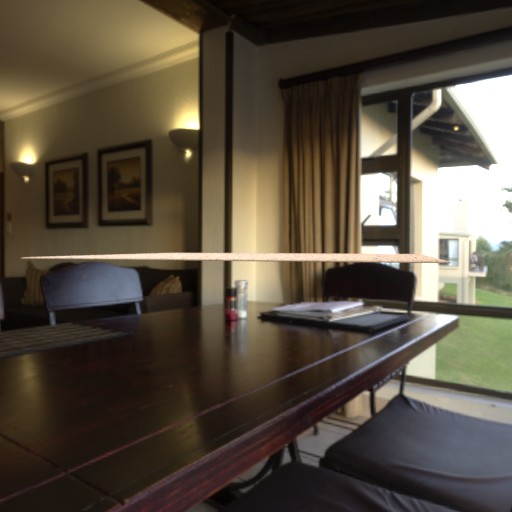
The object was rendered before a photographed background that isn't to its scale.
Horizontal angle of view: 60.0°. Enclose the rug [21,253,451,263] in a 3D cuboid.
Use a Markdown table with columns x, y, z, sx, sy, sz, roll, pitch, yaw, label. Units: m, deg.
| x | y | z | sx | sy | sz | roll | pitch | yaw | label |
| --- | --- | --- | --- | --- | --- | --- | --- | --- | --- |
| 0.000 | 0.000 | 4.021 | 2.980 | 0.012 | 2.363 | 0 | 1 | 17 | rug |
